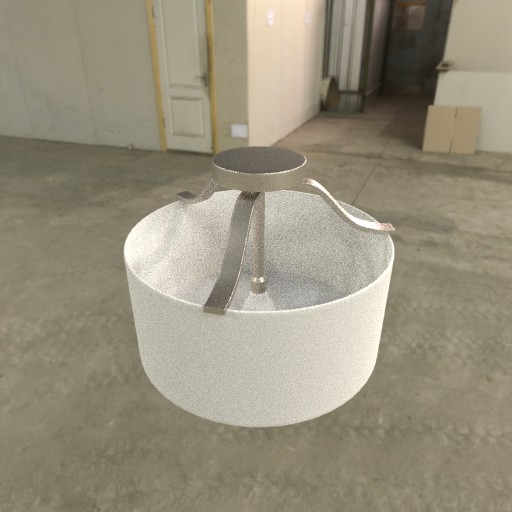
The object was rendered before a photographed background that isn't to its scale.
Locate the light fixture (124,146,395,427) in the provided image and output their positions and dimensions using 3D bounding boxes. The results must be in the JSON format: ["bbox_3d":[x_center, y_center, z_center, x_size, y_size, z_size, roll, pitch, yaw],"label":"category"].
[{"bbox_3d":[0.000,0.000,0.669,0.395,0.304,0.395,0,29,0],"label":"light fixture"}]
